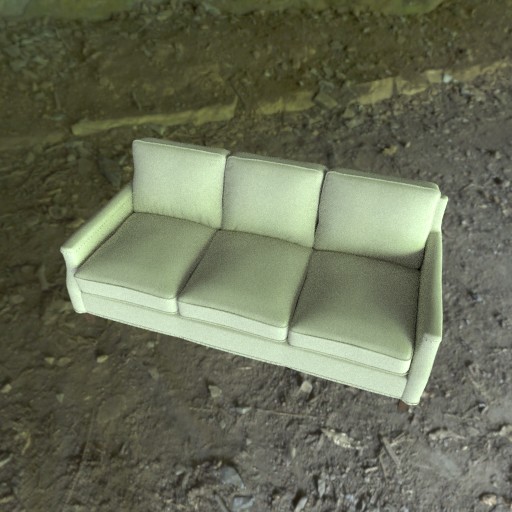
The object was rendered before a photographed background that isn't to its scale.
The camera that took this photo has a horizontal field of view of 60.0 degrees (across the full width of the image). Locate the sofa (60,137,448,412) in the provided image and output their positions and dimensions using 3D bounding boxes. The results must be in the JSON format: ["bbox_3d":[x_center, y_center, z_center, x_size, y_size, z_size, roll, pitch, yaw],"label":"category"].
[{"bbox_3d":[0.000,0.000,2.856,2.246,1.003,1.084,12,42,14],"label":"sofa"}]
